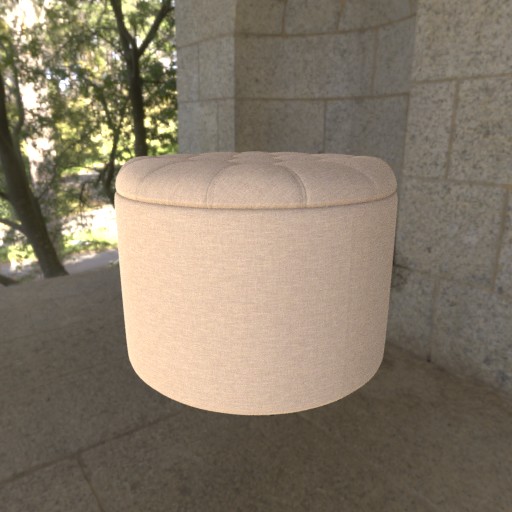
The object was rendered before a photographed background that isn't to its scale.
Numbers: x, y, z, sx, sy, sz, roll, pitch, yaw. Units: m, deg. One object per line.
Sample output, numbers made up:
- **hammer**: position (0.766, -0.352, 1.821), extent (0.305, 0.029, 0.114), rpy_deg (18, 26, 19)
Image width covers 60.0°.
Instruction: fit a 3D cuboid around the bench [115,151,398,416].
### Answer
- **bench**: position (0.000, 0.000, 1.019), extent (0.600, 0.454, 0.600), rpy_deg (0, 16, 0)
